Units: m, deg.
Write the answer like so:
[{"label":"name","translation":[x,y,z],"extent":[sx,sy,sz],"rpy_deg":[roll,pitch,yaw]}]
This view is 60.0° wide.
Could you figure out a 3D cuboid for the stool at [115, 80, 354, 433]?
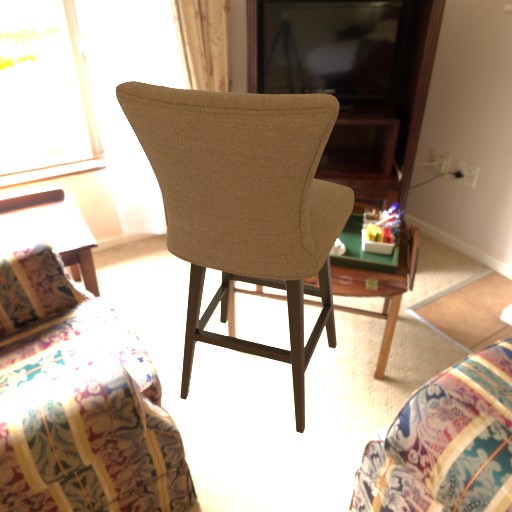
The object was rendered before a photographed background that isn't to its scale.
[{"label":"stool","translation":[0.000,0.000,1.393],"extent":[0.514,1.086,0.574],"rpy_deg":[10,33,16]}]
